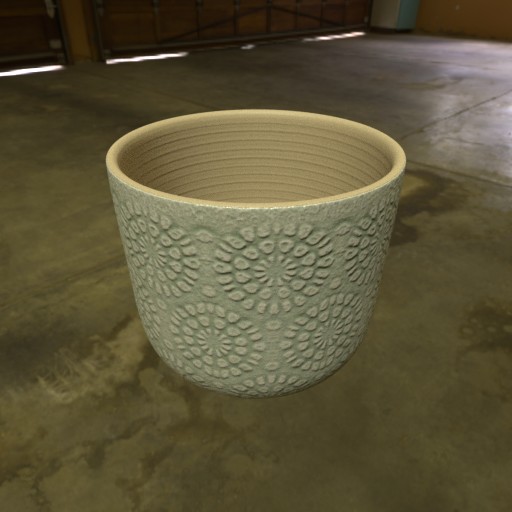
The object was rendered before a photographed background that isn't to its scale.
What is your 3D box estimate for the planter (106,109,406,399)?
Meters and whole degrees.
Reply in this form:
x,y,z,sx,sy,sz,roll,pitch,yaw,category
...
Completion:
x,y,z,sx,sy,sz,roll,pitch,yaw,category
0.000,0.000,0.299,0.169,0.153,0.169,0,32,0,planter
